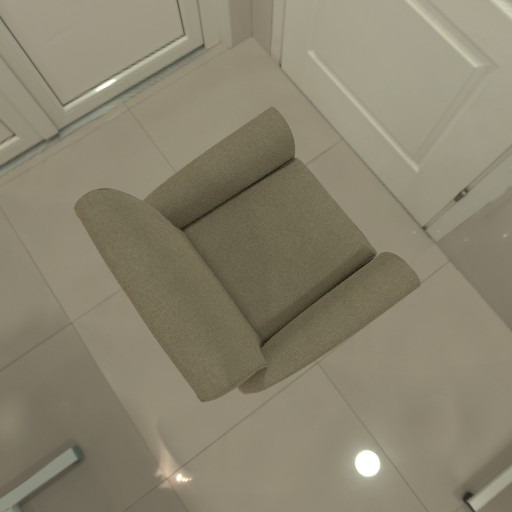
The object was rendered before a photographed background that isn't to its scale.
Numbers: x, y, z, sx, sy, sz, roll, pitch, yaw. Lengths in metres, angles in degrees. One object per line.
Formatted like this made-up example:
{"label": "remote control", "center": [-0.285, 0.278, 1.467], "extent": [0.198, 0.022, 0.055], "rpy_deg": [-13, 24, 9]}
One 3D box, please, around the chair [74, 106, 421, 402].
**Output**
{"label": "chair", "center": [0.000, 0.000, 1.819], "extent": [0.905, 1.061, 0.978], "rpy_deg": [-35, 77, -9]}
